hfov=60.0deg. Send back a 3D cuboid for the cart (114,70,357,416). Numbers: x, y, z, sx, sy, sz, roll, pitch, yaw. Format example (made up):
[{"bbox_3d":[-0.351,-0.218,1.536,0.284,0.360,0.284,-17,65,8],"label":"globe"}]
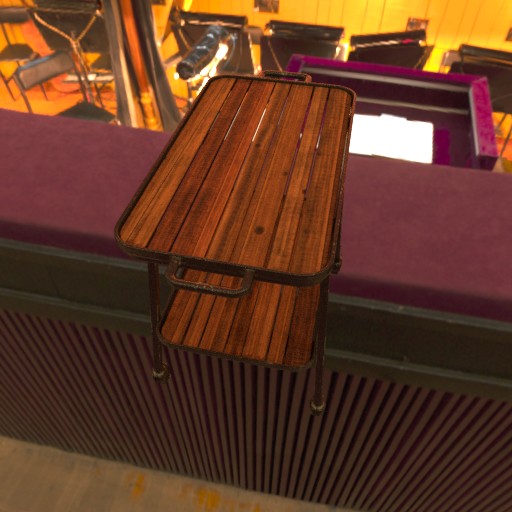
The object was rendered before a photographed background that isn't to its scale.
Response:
[{"bbox_3d":[0.000,0.000,1.246,0.515,0.700,0.806,9,48,8],"label":"cart"}]
